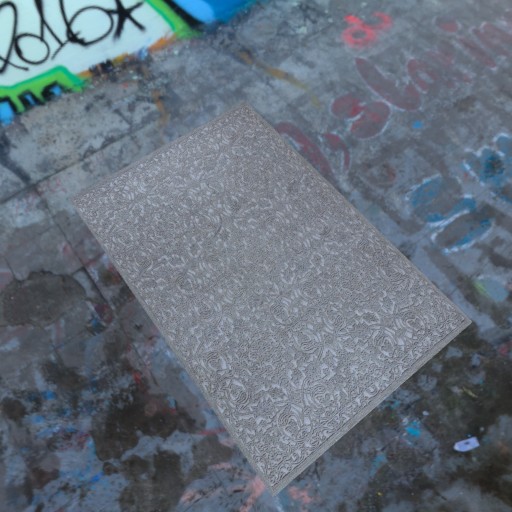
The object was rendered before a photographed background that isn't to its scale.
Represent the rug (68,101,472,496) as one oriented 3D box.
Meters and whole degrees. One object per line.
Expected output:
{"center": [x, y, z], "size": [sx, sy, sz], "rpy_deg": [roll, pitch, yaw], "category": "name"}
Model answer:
{"center": [0.000, 0.000, 2.295], "size": [1.221, 0.006, 1.827], "rpy_deg": [-34, 68, -16], "category": "rug"}
